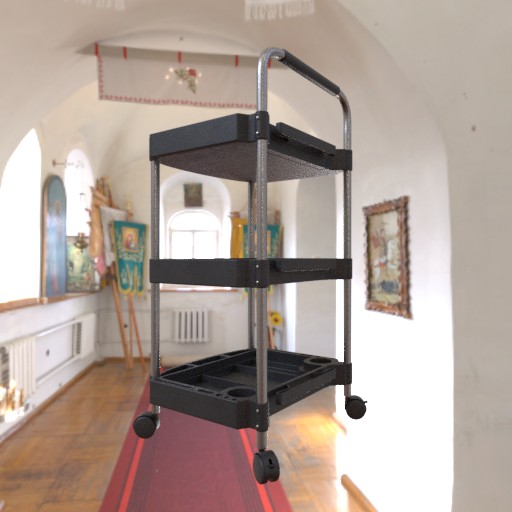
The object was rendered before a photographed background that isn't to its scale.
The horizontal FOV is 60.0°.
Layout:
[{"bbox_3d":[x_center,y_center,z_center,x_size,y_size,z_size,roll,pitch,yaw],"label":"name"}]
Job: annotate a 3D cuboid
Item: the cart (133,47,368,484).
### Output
[{"bbox_3d":[0.000,0.000,1.394,0.518,1.075,0.584,0,0,36],"label":"cart"}]
